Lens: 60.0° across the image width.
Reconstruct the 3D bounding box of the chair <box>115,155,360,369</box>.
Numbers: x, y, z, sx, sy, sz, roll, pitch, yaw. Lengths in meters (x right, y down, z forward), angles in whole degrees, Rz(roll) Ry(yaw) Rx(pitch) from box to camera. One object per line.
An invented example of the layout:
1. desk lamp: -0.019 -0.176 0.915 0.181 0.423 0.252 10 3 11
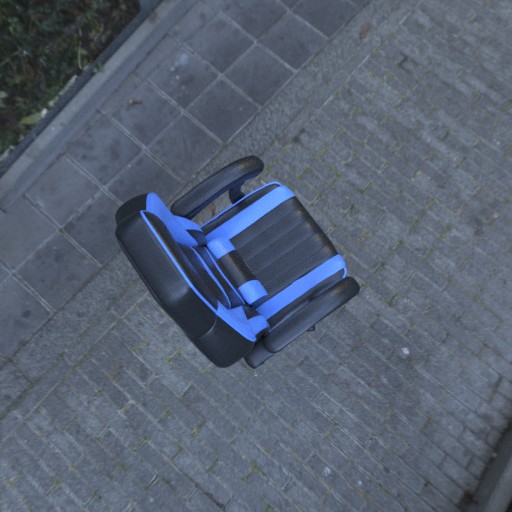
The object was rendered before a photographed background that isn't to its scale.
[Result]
1. chair: 0.000 0.000 1.678 0.700 1.280 0.700 -34 78 -9
